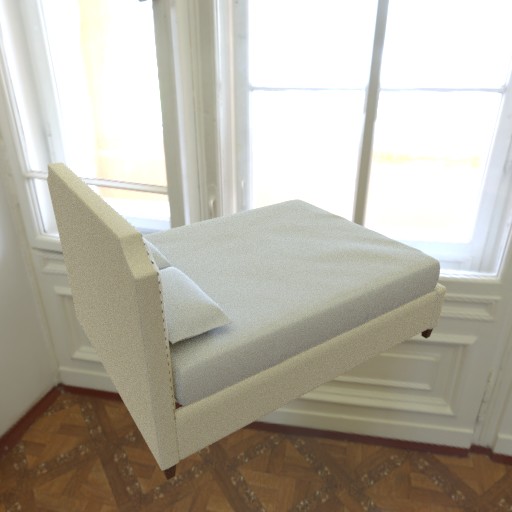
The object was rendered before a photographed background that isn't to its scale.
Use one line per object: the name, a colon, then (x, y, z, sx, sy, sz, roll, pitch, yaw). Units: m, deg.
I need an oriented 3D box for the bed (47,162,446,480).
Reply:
bed: (0.000, 0.000, 3.260, 2.329, 1.415, 1.703, -17, 31, -30)
